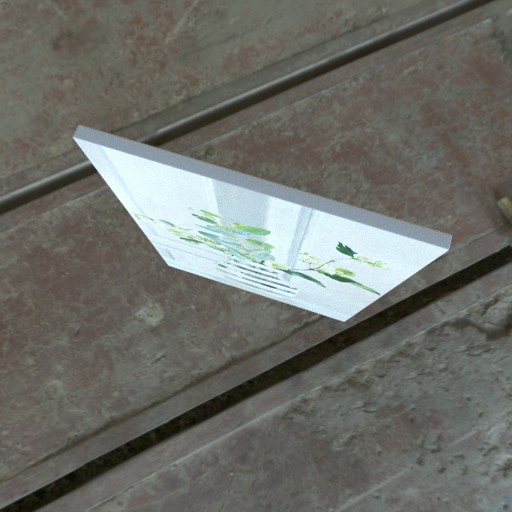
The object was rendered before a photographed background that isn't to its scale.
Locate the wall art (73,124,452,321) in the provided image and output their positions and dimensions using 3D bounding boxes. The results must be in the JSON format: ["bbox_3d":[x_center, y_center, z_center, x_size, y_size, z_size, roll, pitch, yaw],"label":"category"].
[{"bbox_3d":[0.000,0.000,1.610,0.914,1.212,0.038,17,75,5],"label":"wall art"}]
